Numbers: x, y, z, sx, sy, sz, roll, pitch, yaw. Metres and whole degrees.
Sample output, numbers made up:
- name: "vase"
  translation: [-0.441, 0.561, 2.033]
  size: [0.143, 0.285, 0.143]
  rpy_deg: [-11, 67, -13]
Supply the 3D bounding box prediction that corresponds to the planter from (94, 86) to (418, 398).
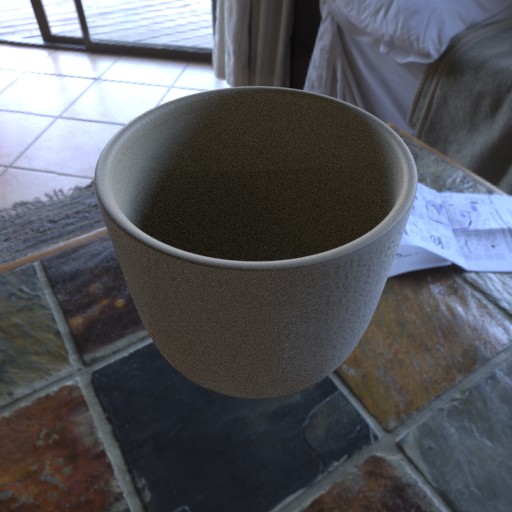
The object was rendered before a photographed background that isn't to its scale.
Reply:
- name: "planter"
  translation: [0.000, 0.000, 0.360]
  size: [0.208, 0.190, 0.208]
  rpy_deg: [0, 45, 0]
